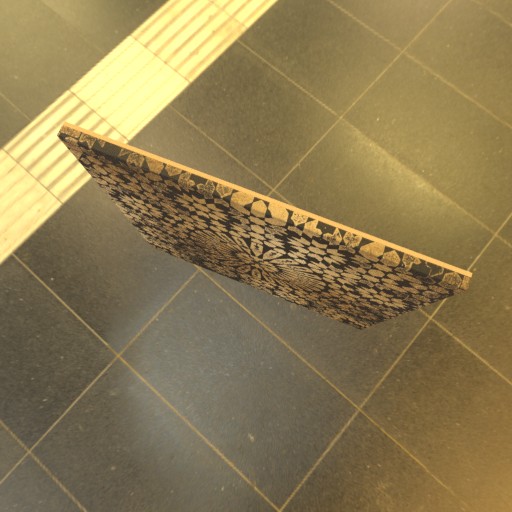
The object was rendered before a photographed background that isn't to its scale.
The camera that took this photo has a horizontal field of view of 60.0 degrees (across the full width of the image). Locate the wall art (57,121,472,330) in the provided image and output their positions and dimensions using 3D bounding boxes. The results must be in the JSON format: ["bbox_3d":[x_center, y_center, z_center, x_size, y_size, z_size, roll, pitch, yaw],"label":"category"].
[{"bbox_3d":[0.000,0.000,1.359,0.914,0.914,0.038,21,77,5],"label":"wall art"}]
